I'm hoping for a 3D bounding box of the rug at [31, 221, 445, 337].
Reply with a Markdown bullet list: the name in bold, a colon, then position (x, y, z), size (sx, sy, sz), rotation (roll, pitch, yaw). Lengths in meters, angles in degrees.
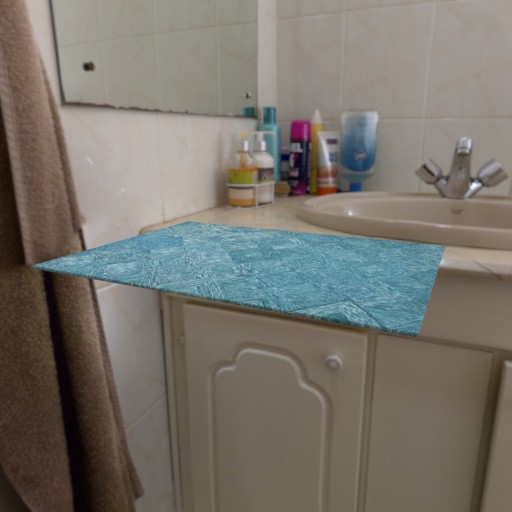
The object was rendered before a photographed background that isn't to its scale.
- **rug**: position (0.000, 0.000, 4.253), size (3.217, 0.027, 2.405), rotation (7, 16, 25)
